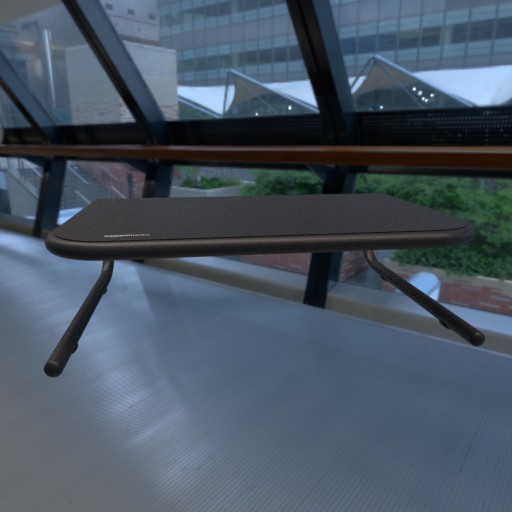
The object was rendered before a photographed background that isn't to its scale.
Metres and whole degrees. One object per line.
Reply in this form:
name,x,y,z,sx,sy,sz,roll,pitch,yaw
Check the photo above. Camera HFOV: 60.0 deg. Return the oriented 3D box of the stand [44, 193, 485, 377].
stand,0.000,0.000,0.483,0.370,0.108,0.280,-2,16,-8
